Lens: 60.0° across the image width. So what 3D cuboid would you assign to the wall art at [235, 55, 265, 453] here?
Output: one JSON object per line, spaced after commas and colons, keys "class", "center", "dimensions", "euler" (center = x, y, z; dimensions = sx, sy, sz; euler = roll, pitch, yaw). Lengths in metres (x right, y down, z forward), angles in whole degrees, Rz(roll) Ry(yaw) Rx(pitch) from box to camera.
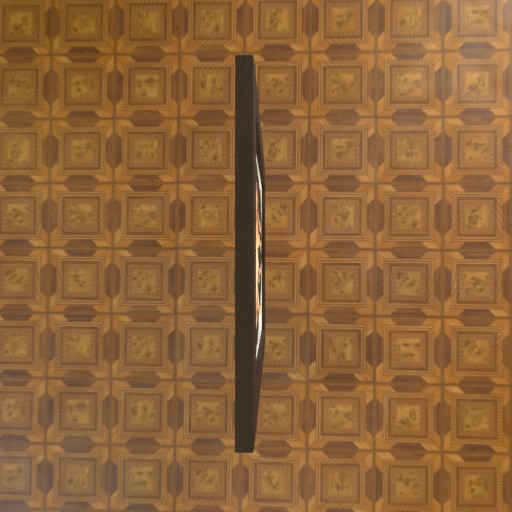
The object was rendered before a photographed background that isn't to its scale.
{"class": "wall art", "center": [0.000, 0.000, 0.656], "dimensions": [0.017, 0.513, 0.359], "euler": [0, 89, 2]}
